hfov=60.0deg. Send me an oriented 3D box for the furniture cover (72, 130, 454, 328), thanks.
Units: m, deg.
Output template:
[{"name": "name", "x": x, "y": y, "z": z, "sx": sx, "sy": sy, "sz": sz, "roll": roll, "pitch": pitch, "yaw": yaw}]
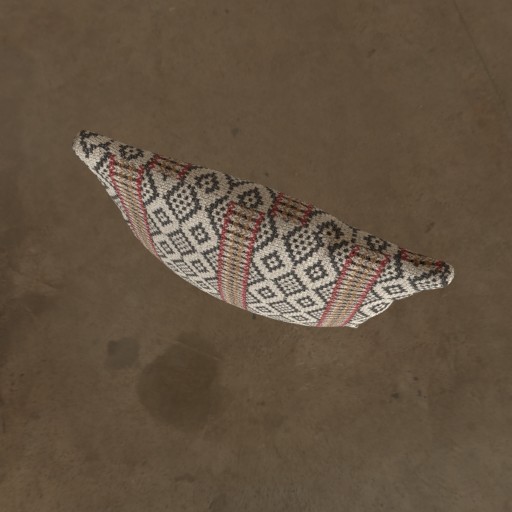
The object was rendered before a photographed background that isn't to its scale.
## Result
[{"name": "furniture cover", "x": 0.000, "y": 0.000, "z": 0.787, "sx": 0.503, "sy": 0.506, "sz": 0.182, "roll": 21, "pitch": 76, "yaw": 5}]
